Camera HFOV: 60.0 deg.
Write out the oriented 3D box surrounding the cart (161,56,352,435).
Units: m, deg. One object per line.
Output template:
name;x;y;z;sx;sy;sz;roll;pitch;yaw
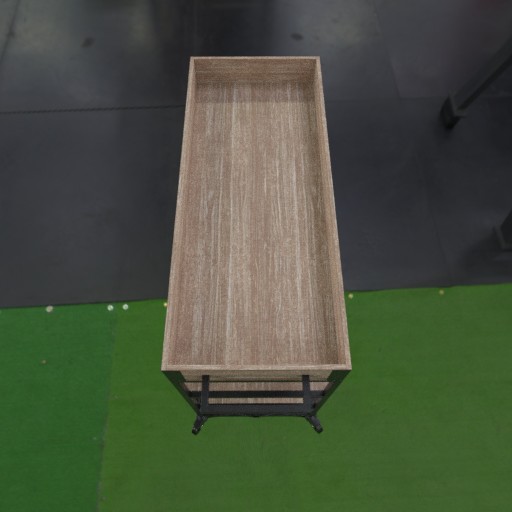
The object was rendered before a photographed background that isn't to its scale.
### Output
cart;0.000;0.000;1.491;0.500;0.787;1.101;0;63;0
